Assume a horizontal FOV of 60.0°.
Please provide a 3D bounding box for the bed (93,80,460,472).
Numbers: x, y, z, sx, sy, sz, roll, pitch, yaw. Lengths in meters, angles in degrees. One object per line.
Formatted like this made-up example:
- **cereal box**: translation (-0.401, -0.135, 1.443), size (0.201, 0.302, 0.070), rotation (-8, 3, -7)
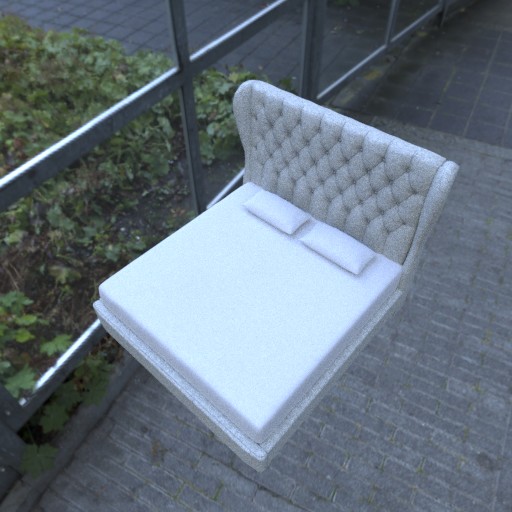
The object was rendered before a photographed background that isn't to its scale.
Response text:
- **bed**: translation (0.000, 0.000, 3.921), size (2.219, 1.771, 2.347), rotation (33, 56, 27)
